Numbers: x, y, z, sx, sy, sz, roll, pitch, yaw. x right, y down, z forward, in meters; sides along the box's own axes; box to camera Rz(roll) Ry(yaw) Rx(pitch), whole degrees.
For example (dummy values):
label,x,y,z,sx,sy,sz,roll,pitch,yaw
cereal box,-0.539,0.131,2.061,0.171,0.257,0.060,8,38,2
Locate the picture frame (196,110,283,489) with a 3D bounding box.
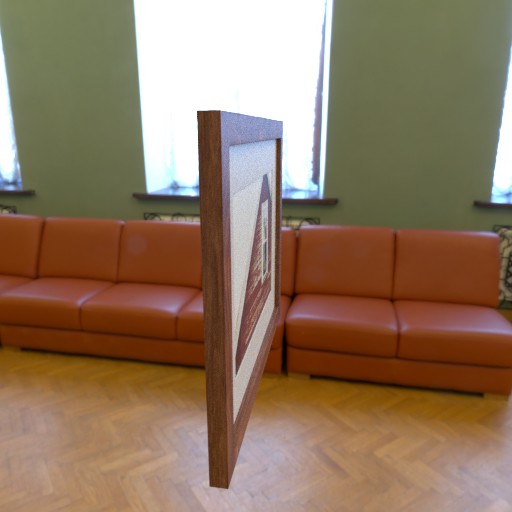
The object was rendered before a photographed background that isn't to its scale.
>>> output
label,x,y,z,sx,sy,sz,roll,pitch,yaw
picture frame,0.000,0.000,0.766,0.025,0.457,0.559,3,16,9
